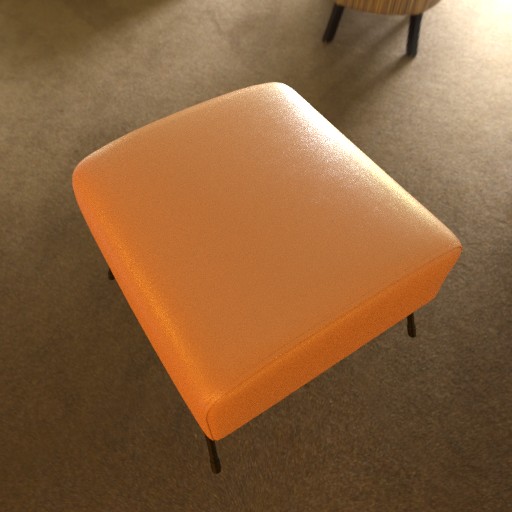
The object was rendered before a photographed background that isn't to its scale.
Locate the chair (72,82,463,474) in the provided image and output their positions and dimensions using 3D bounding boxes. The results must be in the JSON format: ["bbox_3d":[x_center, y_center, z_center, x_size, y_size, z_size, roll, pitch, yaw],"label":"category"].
[{"bbox_3d":[0.000,0.000,0.876,0.530,0.410,0.530,-28,61,-18],"label":"chair"}]
